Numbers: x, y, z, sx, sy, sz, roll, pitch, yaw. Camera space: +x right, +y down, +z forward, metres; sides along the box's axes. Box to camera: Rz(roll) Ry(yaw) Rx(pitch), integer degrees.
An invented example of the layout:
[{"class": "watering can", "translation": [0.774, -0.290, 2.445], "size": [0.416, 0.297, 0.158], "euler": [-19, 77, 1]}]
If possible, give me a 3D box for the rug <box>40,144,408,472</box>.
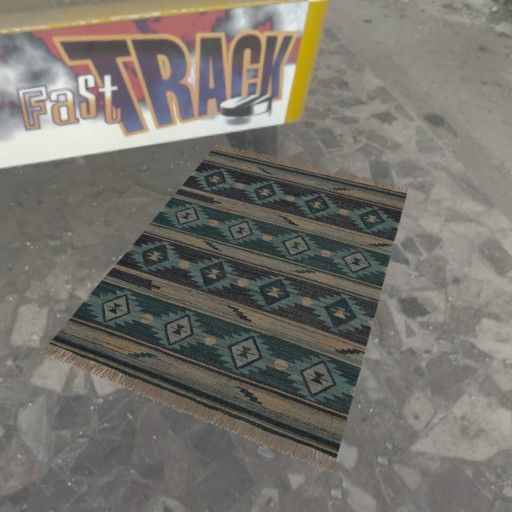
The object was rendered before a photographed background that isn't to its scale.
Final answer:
[{"class": "rug", "translation": [0.000, 0.000, 4.272], "size": [2.418, 0.047, 3.307], "euler": [16, 48, 15]}]
